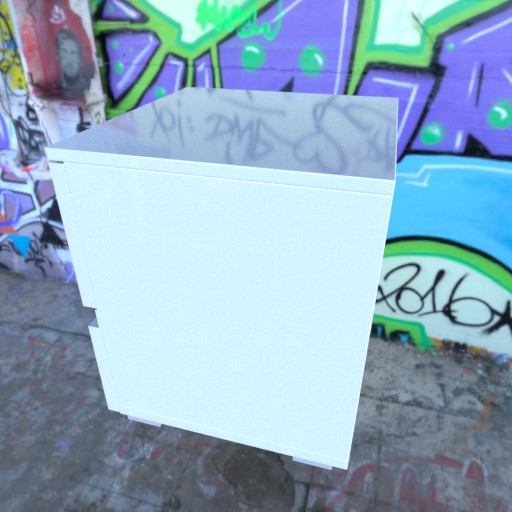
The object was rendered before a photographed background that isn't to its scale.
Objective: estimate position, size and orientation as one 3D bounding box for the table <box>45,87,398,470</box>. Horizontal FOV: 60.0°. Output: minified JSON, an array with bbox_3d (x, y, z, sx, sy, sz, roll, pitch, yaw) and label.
[{"bbox_3d":[0.000,0.000,0.769,0.400,0.470,0.420,8,31,14],"label":"table"}]
